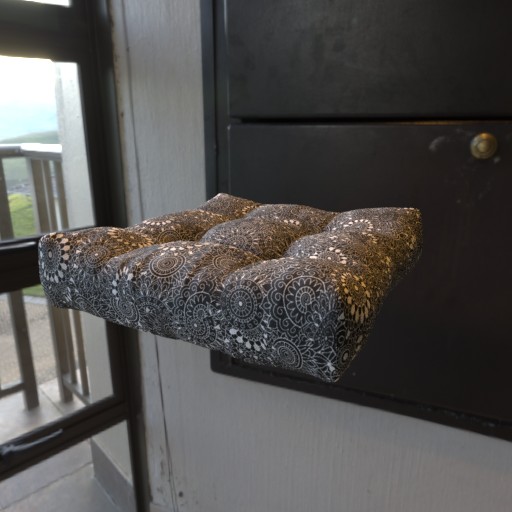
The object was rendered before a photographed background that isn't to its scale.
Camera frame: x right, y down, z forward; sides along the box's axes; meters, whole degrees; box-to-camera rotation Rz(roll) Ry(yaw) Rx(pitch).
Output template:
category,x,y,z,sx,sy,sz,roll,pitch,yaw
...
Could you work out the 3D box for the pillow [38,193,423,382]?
category,x,y,z,sx,sy,sz,roll,pitch,yaw
pillow,0.000,0.000,0.732,0.468,0.128,0.490,9,19,27
